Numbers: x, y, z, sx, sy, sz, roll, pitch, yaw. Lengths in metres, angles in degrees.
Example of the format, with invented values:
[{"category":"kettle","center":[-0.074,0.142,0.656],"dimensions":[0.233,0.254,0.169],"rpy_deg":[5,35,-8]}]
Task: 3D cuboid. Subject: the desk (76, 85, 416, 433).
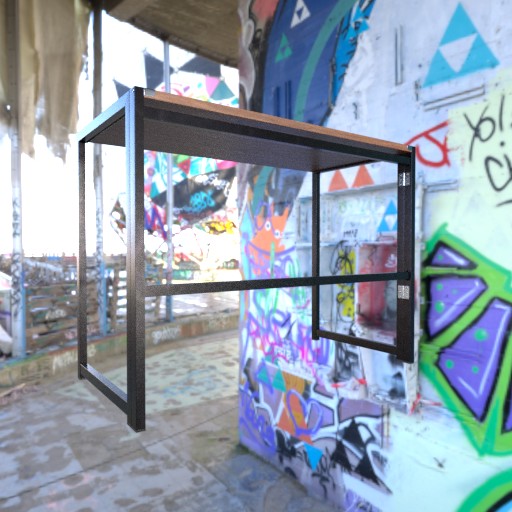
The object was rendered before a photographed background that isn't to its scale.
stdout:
[{"category":"desk","center":[0.000,0.000,1.470],"dimensions":[1.016,0.762,0.508],"rpy_deg":[-1,1,-36]}]
